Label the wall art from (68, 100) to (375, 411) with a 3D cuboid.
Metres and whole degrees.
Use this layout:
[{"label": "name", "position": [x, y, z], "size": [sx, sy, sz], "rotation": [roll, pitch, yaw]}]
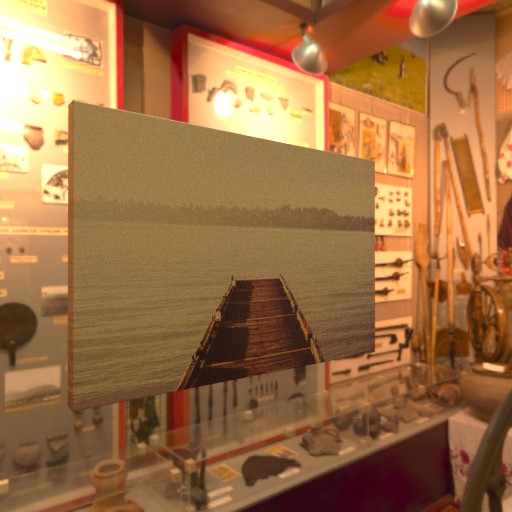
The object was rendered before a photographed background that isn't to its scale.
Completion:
[{"label": "wall art", "position": [0.000, 0.000, 1.150], "size": [0.916, 0.609, 0.037], "rotation": [0, 0, -37]}]
